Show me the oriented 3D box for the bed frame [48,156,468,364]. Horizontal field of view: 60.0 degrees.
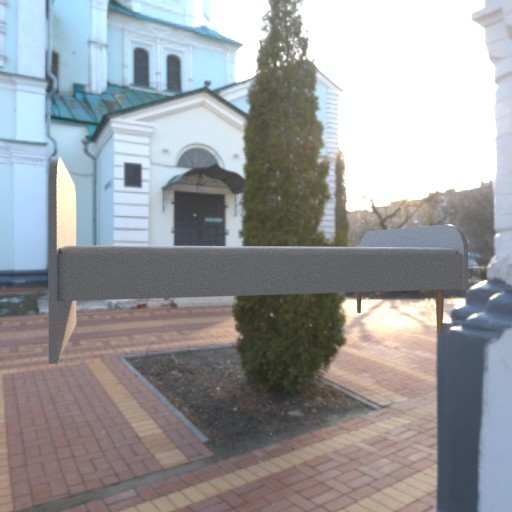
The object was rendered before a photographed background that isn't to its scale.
[{"bbox_3d":[0.000,0.000,2.439,1.963,0.805,0.998,0,0,-18],"label":"bed frame"}]
